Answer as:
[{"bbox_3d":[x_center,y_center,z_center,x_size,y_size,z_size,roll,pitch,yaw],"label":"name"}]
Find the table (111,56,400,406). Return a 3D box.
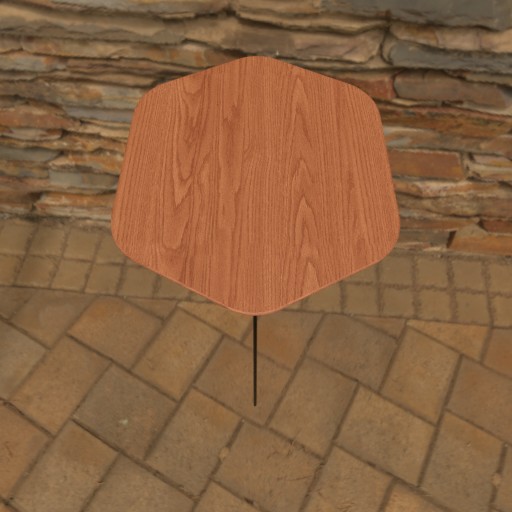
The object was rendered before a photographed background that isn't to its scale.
[{"bbox_3d":[0.000,0.000,0.905,0.400,0.562,0.500,0,59,0],"label":"table"}]
